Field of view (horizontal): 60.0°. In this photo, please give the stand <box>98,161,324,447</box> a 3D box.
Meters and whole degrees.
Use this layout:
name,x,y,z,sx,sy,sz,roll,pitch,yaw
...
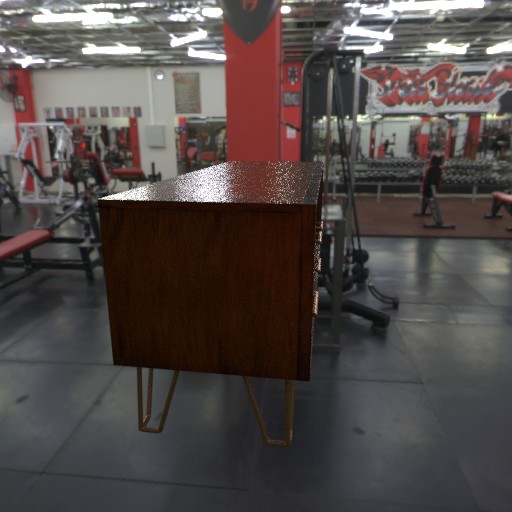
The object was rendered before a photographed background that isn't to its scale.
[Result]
name,x,y,z,sx,sy,sz,roll,pitch,yaw
stand,0.000,0.000,1.655,0.481,0.610,1.372,2,16,9
